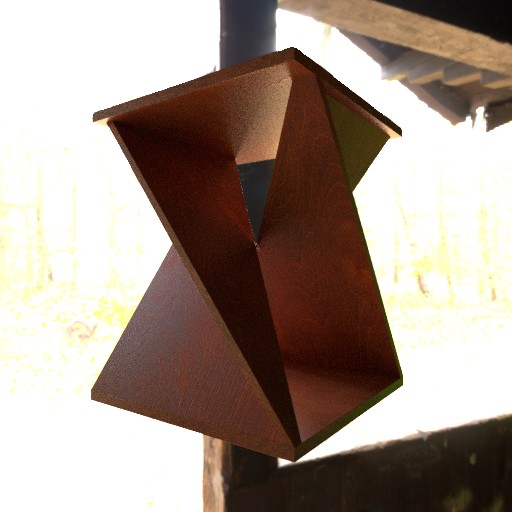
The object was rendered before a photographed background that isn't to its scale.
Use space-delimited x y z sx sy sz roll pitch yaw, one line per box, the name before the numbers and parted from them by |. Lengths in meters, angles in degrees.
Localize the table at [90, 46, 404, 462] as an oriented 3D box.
table | 0.000 0.000 0.849 0.427 0.520 0.427 -1 -1 36
